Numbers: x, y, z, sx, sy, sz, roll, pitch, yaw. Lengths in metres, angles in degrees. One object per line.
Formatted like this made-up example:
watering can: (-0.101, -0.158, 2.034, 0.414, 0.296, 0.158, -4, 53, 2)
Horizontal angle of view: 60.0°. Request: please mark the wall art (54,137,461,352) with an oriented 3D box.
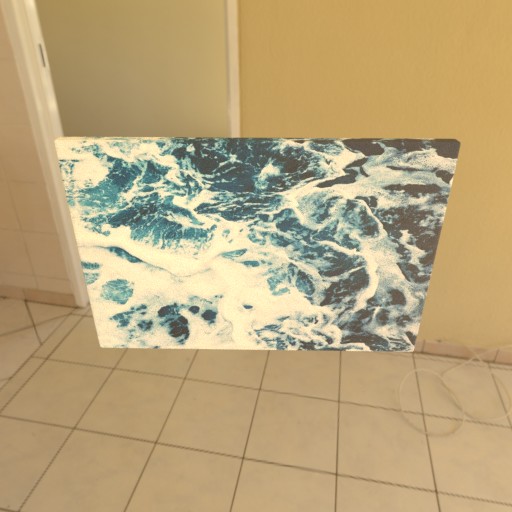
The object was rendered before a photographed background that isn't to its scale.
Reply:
wall art: (0.000, 0.000, 1.929, 1.524, 1.017, 0.055, 1, 29, 1)
